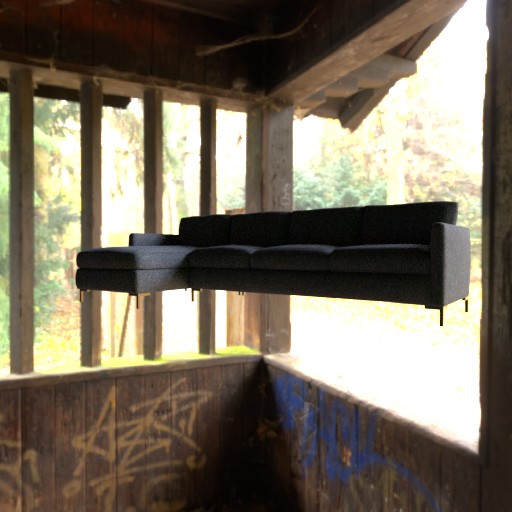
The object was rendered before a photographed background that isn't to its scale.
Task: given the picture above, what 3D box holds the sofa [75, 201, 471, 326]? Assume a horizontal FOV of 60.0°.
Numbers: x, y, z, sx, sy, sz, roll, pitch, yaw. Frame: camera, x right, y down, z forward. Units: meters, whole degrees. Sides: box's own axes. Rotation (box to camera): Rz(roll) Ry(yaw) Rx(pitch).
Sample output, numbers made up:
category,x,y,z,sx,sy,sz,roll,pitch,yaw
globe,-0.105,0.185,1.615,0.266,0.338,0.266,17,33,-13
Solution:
category,x,y,z,sx,sy,sz,roll,pitch,yaw
sofa,0.000,0.000,3.517,2.932,0.810,1.350,1,1,36
